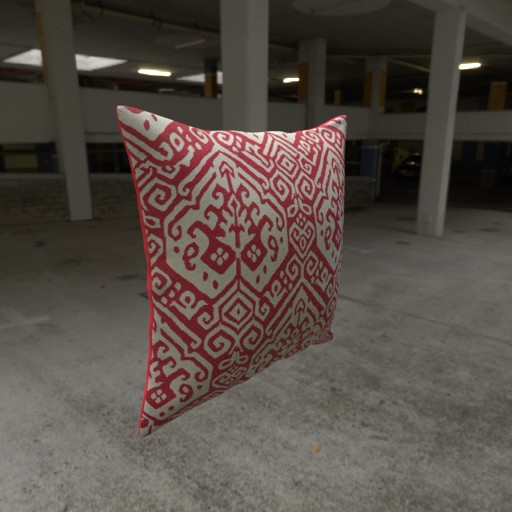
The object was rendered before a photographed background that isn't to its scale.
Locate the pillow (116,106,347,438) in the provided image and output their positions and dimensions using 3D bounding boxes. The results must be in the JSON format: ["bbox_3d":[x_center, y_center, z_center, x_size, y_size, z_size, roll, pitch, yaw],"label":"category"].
[{"bbox_3d":[0.000,0.000,0.815,0.522,0.507,0.192,-15,21,-43],"label":"pillow"}]
